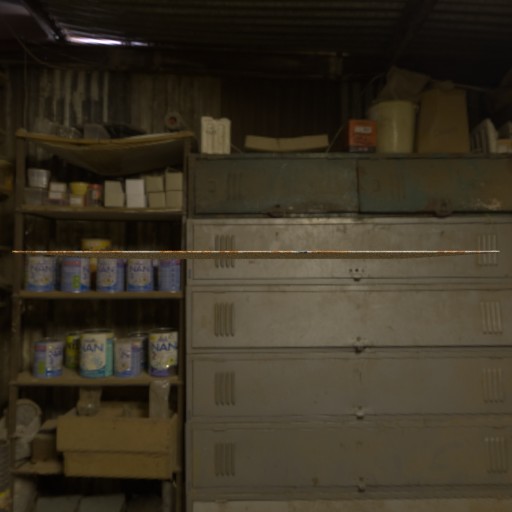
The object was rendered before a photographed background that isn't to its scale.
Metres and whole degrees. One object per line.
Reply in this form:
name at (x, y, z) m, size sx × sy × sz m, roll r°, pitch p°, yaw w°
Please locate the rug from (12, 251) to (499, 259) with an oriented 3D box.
rug at (0.000, 0.000, 2.958) m, size 2.428 × 0.010 × 1.533 m, roll 0°, pitch -1°, yaw 1°
